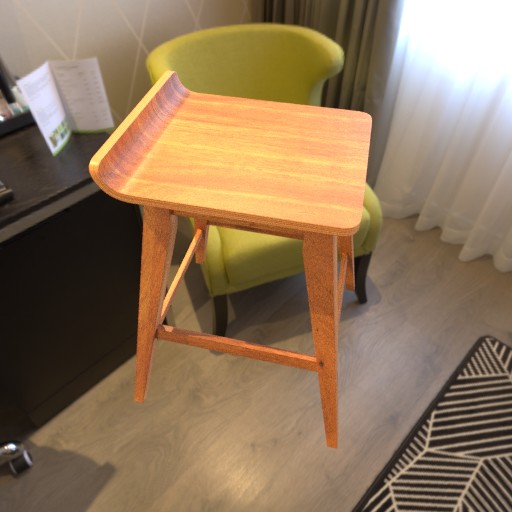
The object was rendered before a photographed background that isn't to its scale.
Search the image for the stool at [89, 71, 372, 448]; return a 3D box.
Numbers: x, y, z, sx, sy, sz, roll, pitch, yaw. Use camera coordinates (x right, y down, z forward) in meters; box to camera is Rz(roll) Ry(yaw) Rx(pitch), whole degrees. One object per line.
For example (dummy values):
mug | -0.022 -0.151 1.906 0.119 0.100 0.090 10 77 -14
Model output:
stool | 0.000 0.000 0.986 0.500 0.650 0.500 10 47 9
